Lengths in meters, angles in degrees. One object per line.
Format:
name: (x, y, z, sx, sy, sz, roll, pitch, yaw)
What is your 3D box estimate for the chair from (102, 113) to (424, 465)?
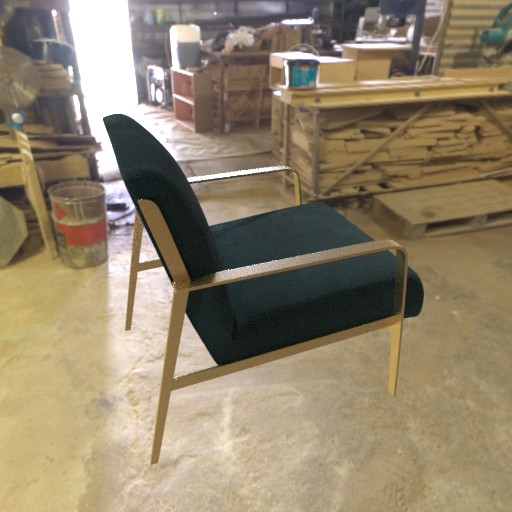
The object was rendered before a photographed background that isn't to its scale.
chair: (0.000, 0.000, 1.408, 0.859, 0.831, 0.692, -11, 31, -18)
